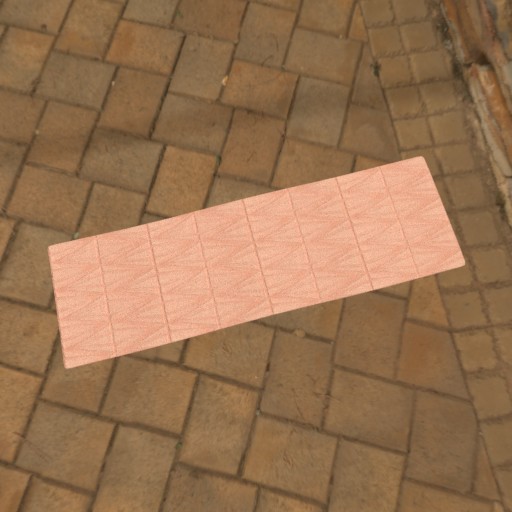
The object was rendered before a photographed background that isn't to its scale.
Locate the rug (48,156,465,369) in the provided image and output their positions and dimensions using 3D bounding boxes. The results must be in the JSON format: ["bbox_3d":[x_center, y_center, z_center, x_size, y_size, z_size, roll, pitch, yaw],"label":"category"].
[{"bbox_3d":[0.000,0.000,2.688,2.435,0.015,0.760,-14,75,-4],"label":"rug"}]
